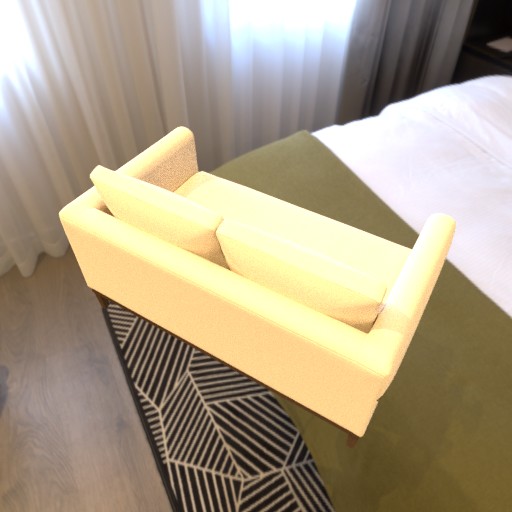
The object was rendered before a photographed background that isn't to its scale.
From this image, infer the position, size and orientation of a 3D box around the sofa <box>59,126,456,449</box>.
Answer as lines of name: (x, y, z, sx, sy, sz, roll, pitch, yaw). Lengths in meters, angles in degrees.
sofa: (0.000, 0.000, 2.168, 1.598, 0.873, 0.905, 24, 50, 21)
